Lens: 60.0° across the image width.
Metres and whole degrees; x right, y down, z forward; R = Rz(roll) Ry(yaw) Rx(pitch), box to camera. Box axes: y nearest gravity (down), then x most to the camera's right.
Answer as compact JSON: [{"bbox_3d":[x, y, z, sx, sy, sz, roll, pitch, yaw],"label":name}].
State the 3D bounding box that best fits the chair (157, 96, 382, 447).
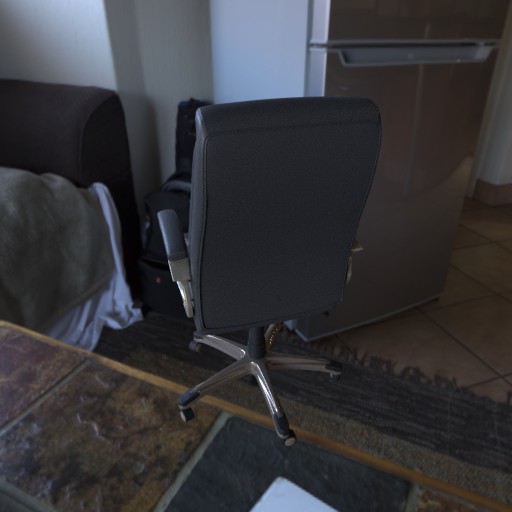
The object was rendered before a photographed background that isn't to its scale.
[{"bbox_3d":[0.000,0.000,1.623,0.694,1.188,0.748,-9,30,-16],"label":"chair"}]
